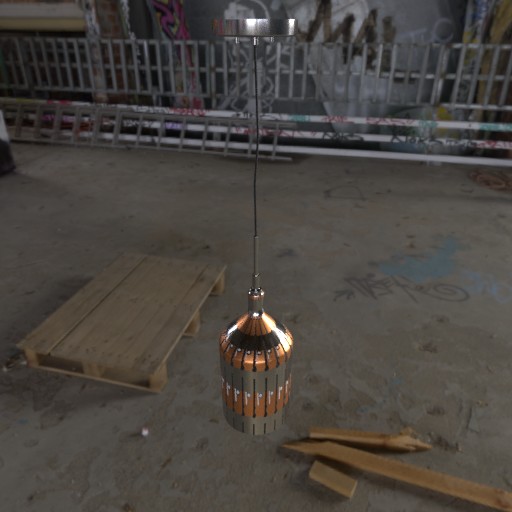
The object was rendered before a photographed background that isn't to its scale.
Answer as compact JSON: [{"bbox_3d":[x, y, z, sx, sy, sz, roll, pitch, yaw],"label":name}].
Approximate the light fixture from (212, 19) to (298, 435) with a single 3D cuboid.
[{"bbox_3d":[0.000,0.000,1.632,0.303,1.535,0.303,0,27,0],"label":"light fixture"}]
